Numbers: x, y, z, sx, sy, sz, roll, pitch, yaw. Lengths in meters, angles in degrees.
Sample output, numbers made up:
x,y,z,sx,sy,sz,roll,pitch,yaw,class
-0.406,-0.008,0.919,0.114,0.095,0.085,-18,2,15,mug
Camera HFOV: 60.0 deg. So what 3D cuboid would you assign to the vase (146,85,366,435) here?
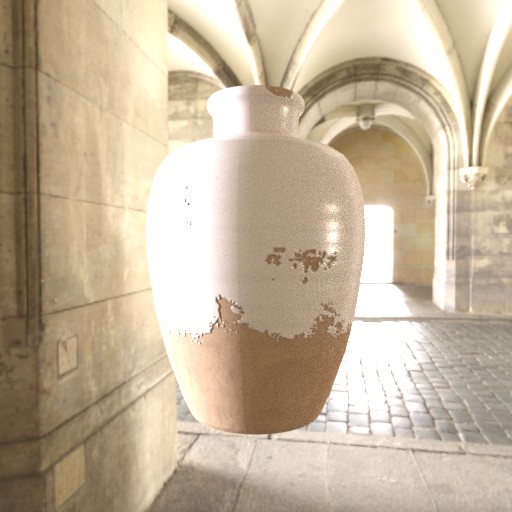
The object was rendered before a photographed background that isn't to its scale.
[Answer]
x,y,z,sx,sy,sz,roll,pitch,yaw,class
0.000,0.000,0.329,0.158,0.228,0.158,0,2,0,vase
